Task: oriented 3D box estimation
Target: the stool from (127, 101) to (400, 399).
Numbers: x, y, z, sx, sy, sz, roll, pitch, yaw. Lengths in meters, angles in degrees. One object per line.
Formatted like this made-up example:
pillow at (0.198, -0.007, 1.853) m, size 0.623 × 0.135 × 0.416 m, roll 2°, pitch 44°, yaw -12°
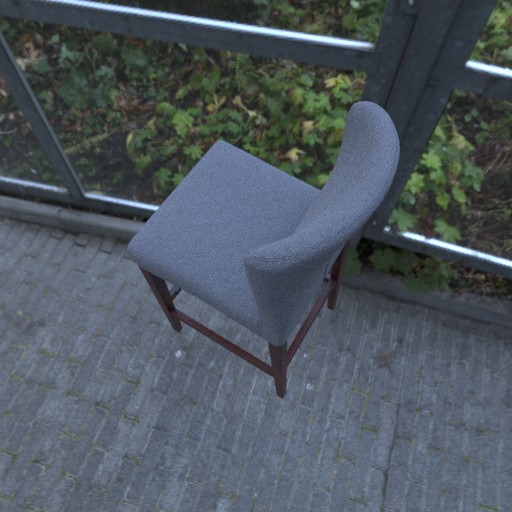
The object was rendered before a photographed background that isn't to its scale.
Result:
stool at (0.000, 0.000, 1.352) m, size 0.568 × 1.069 × 0.486 m, roll 28°, pitch 65°, yaw 14°
